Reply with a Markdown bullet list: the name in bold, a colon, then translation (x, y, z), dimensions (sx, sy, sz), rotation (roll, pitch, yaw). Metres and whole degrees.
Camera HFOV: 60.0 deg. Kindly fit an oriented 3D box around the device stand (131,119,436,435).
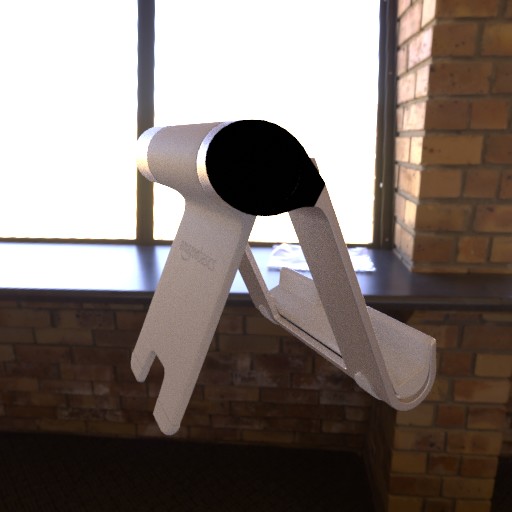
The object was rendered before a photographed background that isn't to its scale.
- **device stand**: translation (0.000, 0.000, 0.146), dimensions (0.079, 0.084, 0.086), rotation (-8, 17, -26)
